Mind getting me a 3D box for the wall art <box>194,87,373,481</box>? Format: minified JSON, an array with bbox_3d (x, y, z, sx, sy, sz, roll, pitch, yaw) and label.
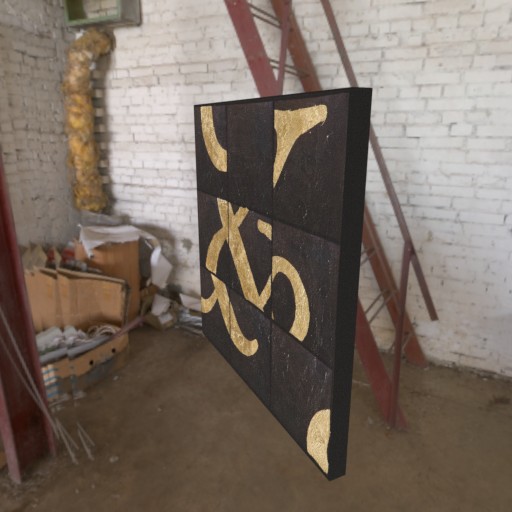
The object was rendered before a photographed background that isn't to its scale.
[{"bbox_3d":[0.000,0.000,1.134,0.044,0.758,0.758,-8,18,-25],"label":"wall art"}]
